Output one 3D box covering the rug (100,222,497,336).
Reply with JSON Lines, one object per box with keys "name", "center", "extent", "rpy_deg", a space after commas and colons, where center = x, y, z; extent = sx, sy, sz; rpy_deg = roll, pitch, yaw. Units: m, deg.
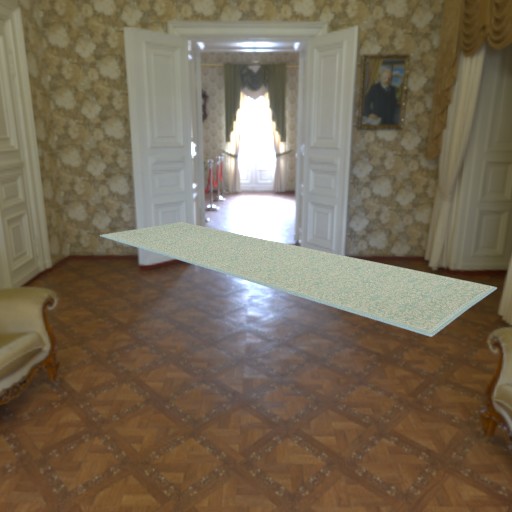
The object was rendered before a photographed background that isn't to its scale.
{"name": "rug", "center": [0.000, 0.000, 2.379], "extent": [2.196, 0.011, 0.662], "rpy_deg": [14, 20, 42]}
